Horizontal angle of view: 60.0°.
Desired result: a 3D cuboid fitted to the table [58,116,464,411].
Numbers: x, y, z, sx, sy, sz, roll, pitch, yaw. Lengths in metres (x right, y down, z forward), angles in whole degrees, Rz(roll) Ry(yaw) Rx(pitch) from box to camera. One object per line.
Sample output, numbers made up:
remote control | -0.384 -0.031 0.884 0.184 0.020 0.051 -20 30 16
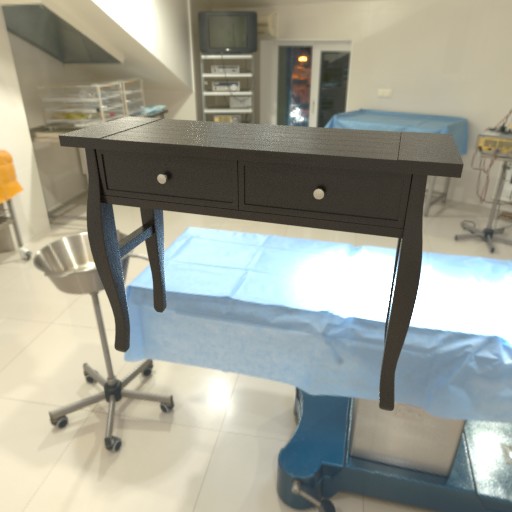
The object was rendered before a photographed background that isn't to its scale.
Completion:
table | 0.000 0.000 1.430 1.062 0.768 0.373 8 27 16
